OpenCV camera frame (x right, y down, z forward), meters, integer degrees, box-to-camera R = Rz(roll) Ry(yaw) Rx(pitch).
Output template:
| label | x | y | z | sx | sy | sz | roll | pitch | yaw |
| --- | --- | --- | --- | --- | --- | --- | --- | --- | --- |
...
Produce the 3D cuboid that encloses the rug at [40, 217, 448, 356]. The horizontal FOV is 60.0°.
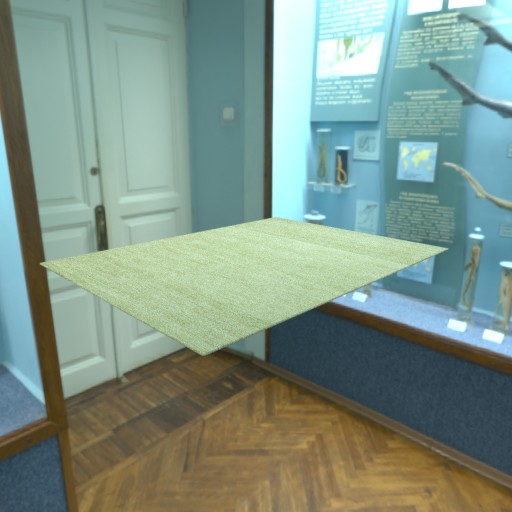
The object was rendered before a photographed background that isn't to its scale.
| label | x | y | z | sx | sy | sz | roll | pitch | yaw |
| --- | --- | --- | --- | --- | --- | --- | --- | --- | --- |
| rug | 0.000 | 0.000 | 4.321 | 3.198 | 0.016 | 2.425 | -15 | 22 | -43 |
